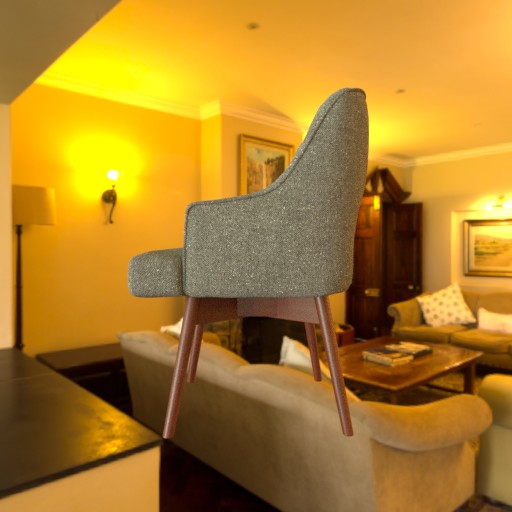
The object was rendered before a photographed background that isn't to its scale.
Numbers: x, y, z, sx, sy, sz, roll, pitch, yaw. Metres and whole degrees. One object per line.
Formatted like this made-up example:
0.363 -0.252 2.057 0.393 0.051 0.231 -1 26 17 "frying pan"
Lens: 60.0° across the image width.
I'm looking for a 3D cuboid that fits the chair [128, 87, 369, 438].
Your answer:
0.000 0.000 1.305 0.629 0.875 0.608 0 1 -1 "chair"
